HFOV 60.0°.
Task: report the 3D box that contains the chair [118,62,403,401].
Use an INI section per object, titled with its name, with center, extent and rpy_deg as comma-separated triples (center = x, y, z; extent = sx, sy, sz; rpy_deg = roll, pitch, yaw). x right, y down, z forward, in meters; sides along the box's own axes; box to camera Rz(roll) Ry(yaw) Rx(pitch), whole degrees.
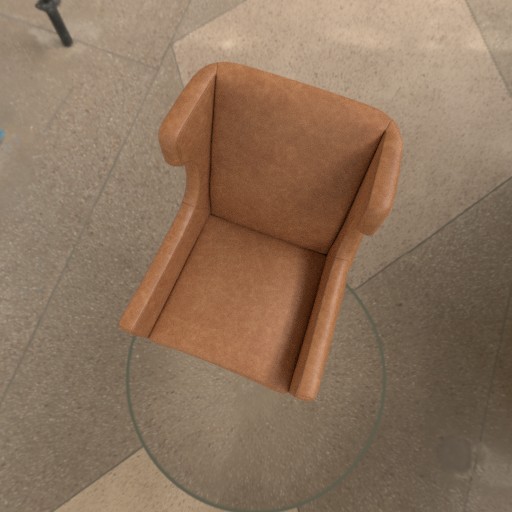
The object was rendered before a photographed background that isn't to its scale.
[chair]
center = 0.000, 0.000, 1.709
extent = 0.766, 1.079, 0.899
rpy_deg = 20, 76, 5
